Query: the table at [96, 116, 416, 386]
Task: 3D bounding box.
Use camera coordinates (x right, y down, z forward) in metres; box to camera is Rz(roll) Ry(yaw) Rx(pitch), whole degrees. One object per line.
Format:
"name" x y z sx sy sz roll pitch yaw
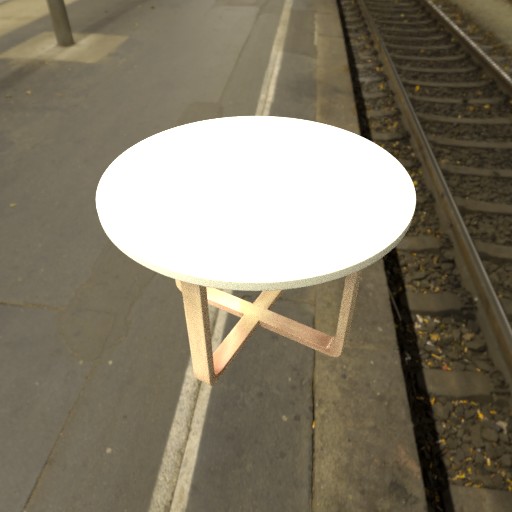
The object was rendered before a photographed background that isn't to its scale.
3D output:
"table" 0.000 0.000 0.989 0.600 0.400 0.600 0 40 0
